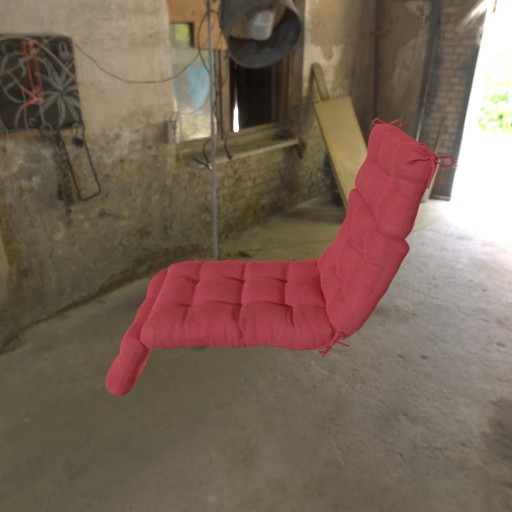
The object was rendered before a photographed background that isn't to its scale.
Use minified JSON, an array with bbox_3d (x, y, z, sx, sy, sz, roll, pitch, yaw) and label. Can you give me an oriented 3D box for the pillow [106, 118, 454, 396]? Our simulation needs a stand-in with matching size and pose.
[{"bbox_3d":[0.000,0.000,1.518,1.016,0.863,0.526,1,26,2],"label":"pillow"}]
